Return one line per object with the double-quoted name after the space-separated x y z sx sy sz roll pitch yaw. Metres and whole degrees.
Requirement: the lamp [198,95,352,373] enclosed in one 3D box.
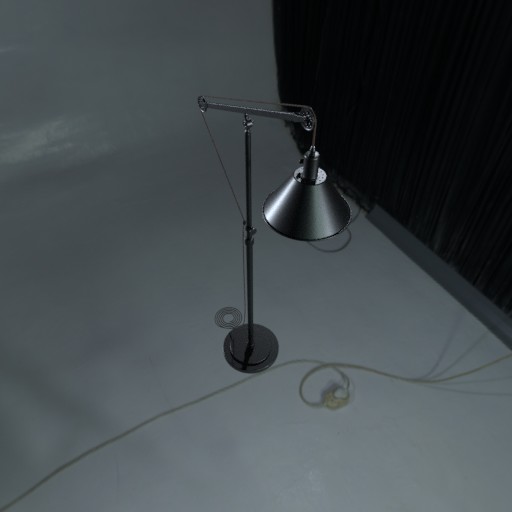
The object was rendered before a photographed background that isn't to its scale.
0.000 0.000 1.949 0.319 1.626 0.904 -24 50 -22 "lamp"
